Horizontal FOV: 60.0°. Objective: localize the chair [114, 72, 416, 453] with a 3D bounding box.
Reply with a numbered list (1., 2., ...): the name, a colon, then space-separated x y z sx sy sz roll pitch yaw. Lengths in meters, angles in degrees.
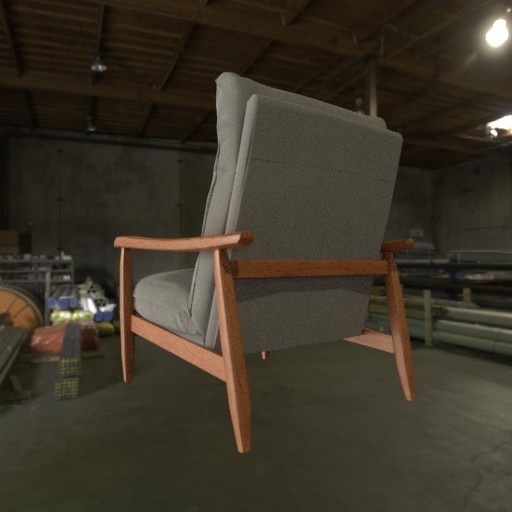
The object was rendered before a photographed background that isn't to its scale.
1. chair: 0.000 0.000 1.538 0.782 0.922 0.816 0 -1 -36
